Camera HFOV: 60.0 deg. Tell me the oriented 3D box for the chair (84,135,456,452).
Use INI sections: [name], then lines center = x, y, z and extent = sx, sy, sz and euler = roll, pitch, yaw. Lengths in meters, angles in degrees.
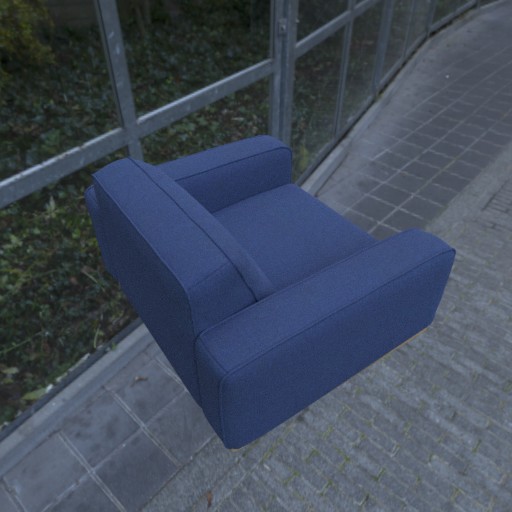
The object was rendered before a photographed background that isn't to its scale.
[chair]
center = 0.000, 0.000, 1.754
extent = 0.953, 0.783, 1.118
euler = -24, 46, -26
